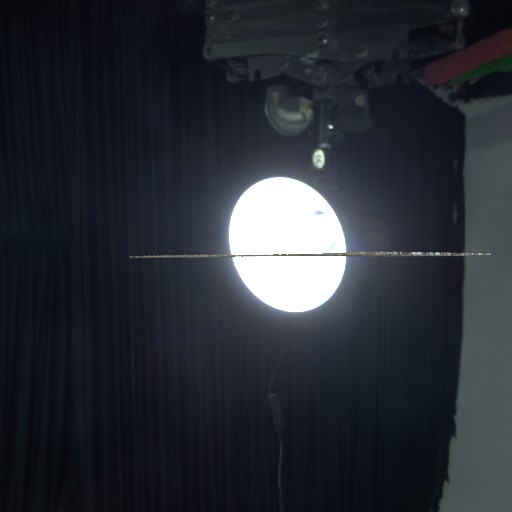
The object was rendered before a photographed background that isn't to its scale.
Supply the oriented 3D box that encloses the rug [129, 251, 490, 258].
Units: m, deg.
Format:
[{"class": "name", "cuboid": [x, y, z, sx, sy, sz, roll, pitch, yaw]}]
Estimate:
[{"class": "rug", "cuboid": [0.000, 0.000, 2.875, 0.762, 0.011, 2.664, 0, -1, -35]}]
